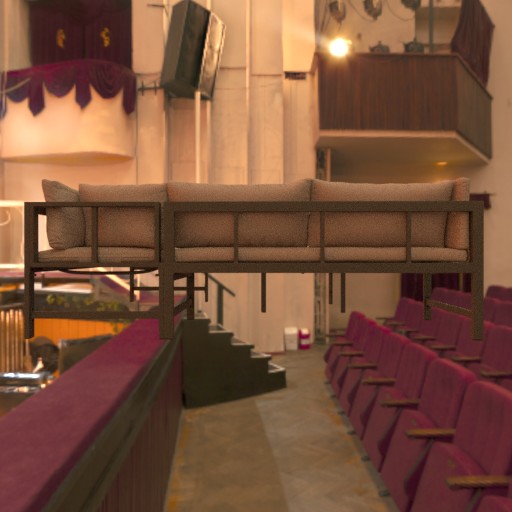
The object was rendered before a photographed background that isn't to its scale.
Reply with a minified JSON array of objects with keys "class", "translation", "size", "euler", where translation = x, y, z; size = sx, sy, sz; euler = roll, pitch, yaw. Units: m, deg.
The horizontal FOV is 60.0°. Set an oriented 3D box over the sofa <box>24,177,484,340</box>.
[{"class":"sofa","translation":[0.000,0.000,2.840],"size":[2.096,0.758,1.658],"euler":[0,0,1]}]
